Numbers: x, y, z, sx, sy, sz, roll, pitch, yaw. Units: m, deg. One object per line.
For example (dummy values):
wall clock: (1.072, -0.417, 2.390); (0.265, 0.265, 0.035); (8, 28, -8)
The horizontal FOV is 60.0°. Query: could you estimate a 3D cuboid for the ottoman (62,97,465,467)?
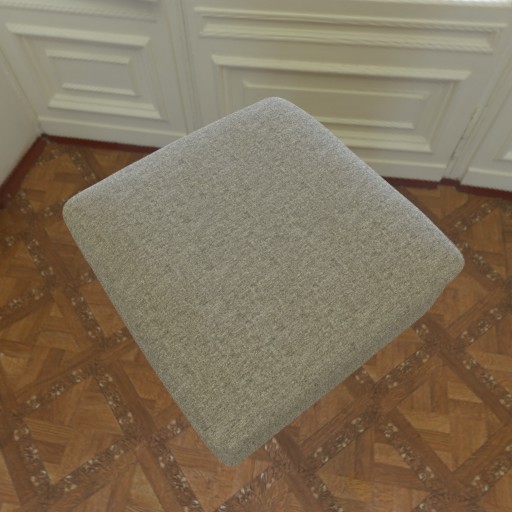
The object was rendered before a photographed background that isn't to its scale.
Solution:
ottoman: (0.000, 0.000, 1.638); (1.035, 0.526, 1.039); (-33, 64, -18)
